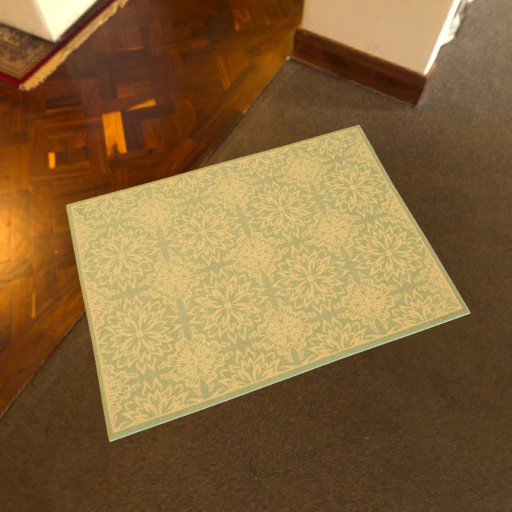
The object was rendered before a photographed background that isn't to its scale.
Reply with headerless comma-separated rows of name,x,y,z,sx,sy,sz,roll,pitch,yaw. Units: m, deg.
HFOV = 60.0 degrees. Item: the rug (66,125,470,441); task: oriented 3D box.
rug,0.000,0.000,2.861,2.205,0.014,1.589,-17,65,-8
